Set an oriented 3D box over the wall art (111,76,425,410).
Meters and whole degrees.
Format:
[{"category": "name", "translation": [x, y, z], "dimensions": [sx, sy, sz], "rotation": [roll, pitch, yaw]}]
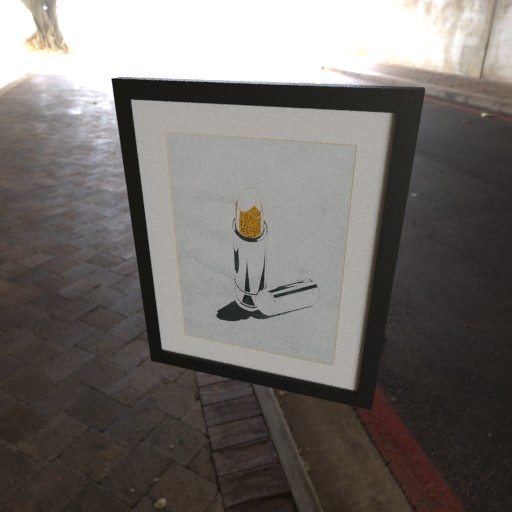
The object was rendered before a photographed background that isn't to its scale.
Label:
[{"category": "wall art", "translation": [0.000, 0.000, 0.762], "dimensions": [0.457, 0.559, 0.029], "rotation": [8, 29, 15]}]
